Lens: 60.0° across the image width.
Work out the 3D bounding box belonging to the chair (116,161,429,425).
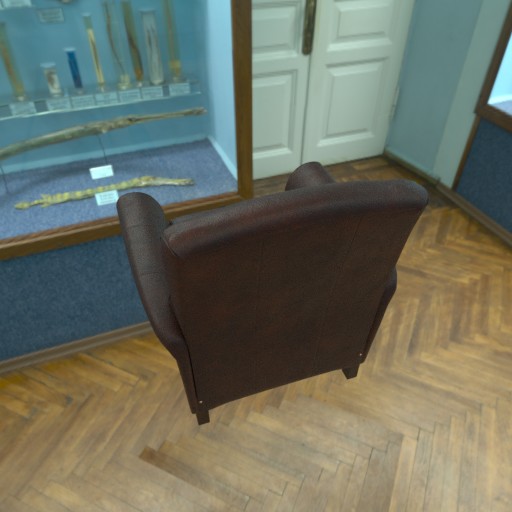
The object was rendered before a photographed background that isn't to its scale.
[{"bbox_3d":[0.000,0.000,1.756,0.978,1.061,0.902,-12,42,-14],"label":"chair"}]
